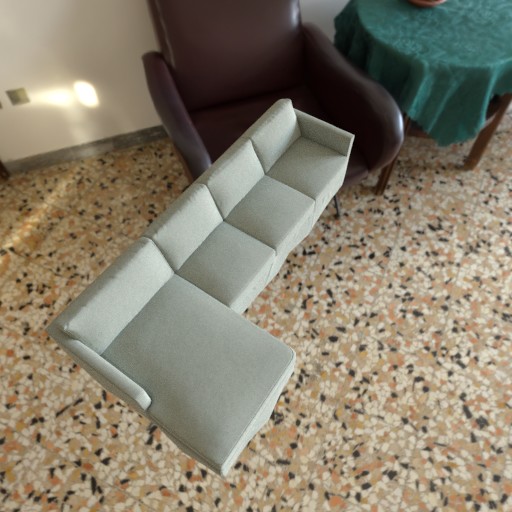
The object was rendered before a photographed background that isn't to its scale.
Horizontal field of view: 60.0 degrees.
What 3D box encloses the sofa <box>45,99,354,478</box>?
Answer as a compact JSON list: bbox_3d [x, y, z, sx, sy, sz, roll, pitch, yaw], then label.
[{"bbox_3d":[0.000,0.000,3.945,1.650,0.922,3.205,30,62,18],"label":"sofa"}]
